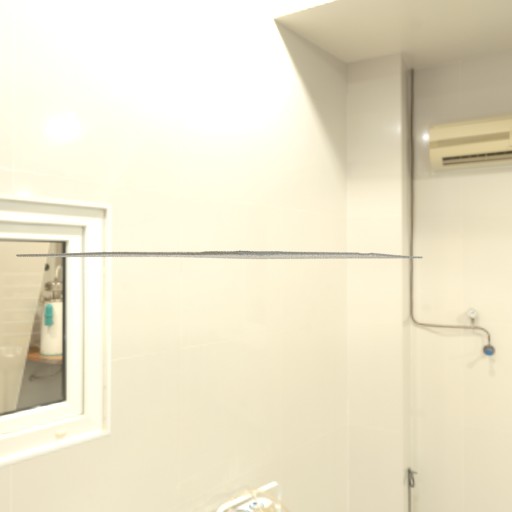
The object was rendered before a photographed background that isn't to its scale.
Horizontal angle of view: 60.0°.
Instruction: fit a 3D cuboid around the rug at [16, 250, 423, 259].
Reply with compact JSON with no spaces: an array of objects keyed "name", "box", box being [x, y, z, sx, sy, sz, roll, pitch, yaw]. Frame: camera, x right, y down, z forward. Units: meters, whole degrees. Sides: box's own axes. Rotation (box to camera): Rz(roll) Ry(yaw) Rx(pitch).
[{"name":"rug","box":[0.000,0.000,2.235,1.162,0.022,1.804,-1,-1,36]}]
